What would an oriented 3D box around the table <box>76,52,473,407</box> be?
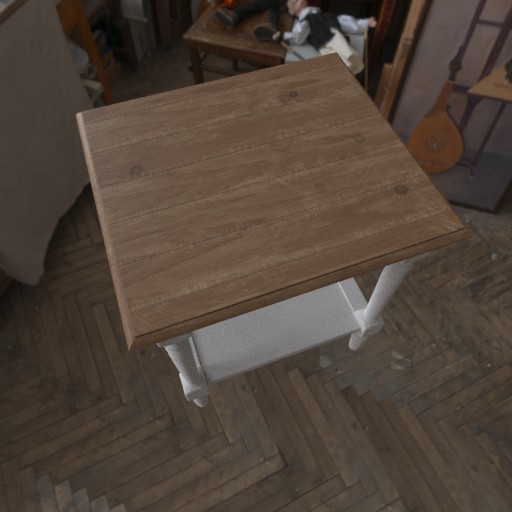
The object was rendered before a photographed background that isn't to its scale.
[{"bbox_3d":[0.000,0.000,0.942,0.508,0.561,0.457,-17,60,-10],"label":"table"}]
